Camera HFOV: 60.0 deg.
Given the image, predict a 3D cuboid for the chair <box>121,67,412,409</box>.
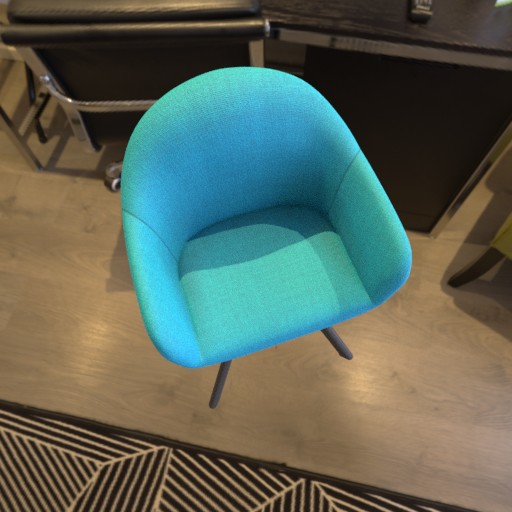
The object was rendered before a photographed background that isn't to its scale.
[{"bbox_3d":[0.000,0.000,1.182,0.590,0.795,0.550,-17,65,-8],"label":"chair"}]
